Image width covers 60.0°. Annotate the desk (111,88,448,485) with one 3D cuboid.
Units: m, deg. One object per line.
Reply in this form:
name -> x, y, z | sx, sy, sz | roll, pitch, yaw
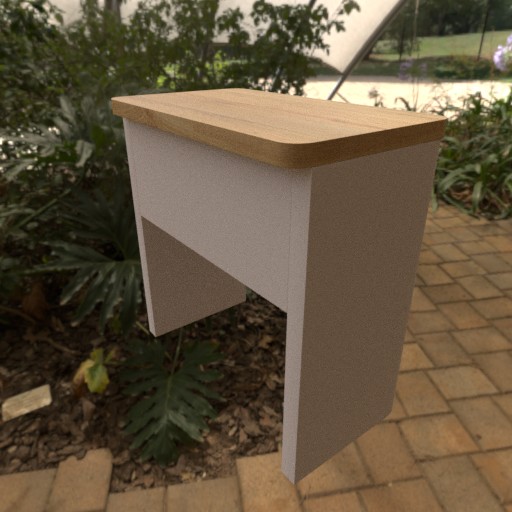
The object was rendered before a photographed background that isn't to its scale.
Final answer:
desk -> 0.000, 0.000, 1.223 | 0.440, 0.790, 0.760 | -19, 32, -33
